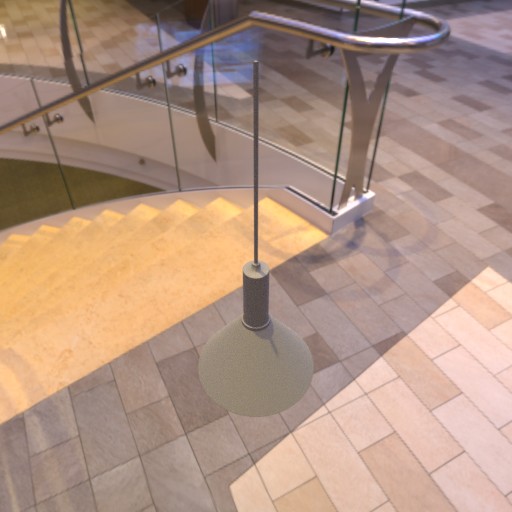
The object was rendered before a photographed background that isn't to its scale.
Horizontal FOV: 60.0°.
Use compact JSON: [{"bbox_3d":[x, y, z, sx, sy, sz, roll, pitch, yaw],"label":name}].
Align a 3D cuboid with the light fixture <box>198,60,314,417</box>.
[{"bbox_3d":[0.000,0.000,0.810,0.267,0.683,0.267,11,42,12],"label":"light fixture"}]
